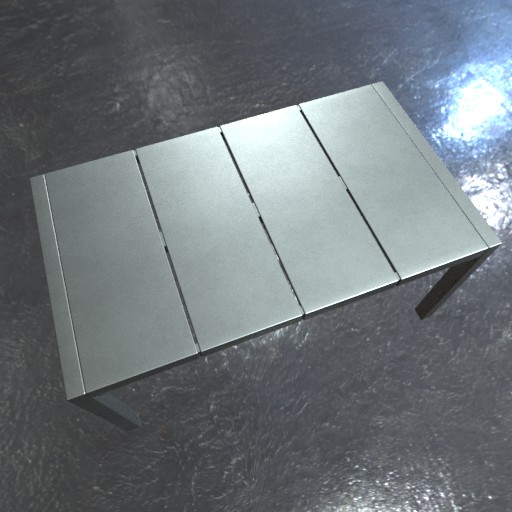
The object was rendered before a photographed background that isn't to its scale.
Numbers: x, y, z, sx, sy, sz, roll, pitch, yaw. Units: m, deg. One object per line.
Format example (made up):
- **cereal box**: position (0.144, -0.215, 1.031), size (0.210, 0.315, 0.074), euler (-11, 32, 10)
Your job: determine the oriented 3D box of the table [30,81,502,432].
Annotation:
- **table**: position (0.000, 0.000, 1.231), size (0.965, 0.460, 0.559), euler (-18, 63, -10)
